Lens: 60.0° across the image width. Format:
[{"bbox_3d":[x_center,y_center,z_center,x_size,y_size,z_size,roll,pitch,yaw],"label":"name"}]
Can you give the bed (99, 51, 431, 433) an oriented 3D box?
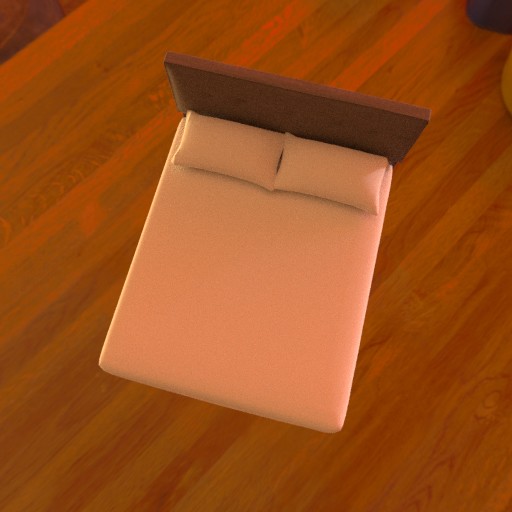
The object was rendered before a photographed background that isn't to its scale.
[{"bbox_3d":[0.000,0.000,2.832,1.610,1.089,1.894,14,75,4],"label":"bed"}]
